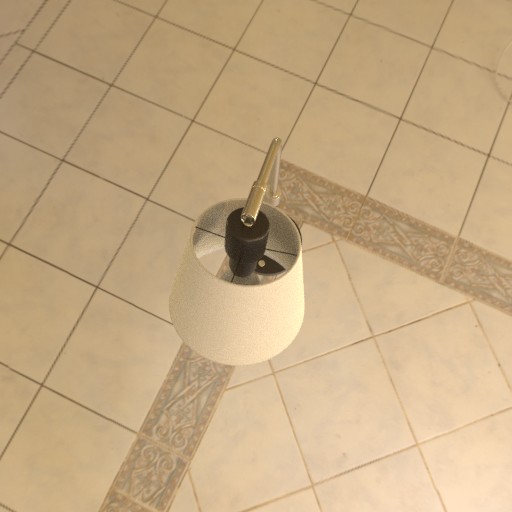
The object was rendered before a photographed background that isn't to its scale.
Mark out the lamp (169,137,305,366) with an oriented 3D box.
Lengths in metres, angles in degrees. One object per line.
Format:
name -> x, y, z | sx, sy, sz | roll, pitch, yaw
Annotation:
lamp -> 0.000, 0.000, 0.707 | 0.181, 0.539, 0.348 | 15, 76, 4
